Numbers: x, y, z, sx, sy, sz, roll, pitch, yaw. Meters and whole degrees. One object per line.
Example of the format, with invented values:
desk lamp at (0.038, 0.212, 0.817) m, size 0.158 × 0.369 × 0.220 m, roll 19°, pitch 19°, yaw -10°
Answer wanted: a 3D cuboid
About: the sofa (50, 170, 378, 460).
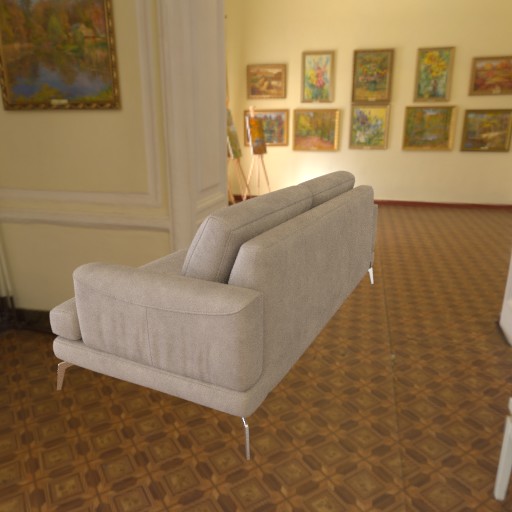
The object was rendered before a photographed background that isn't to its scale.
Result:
sofa at (0.000, 0.000, 2.477) m, size 0.980 × 0.830 × 2.013 m, roll 8°, pitch 19°, yaw 25°
